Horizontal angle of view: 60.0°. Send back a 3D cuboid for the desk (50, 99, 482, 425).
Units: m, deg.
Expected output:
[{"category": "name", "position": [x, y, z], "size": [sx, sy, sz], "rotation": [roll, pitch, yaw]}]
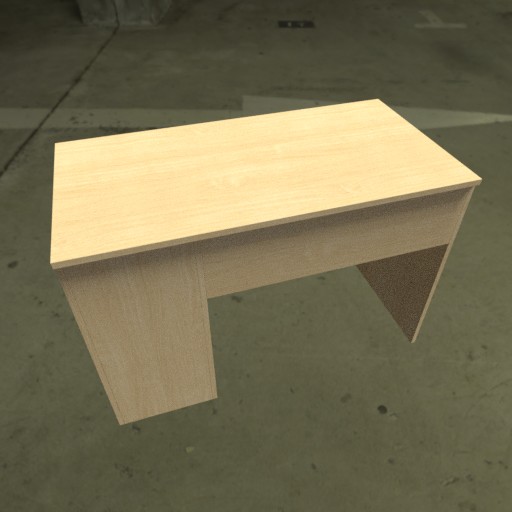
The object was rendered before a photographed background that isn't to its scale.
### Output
[{"category": "desk", "position": [0.000, 0.000, 1.510], "size": [1.097, 0.735, 0.560], "rotation": [-12, 43, -13]}]
